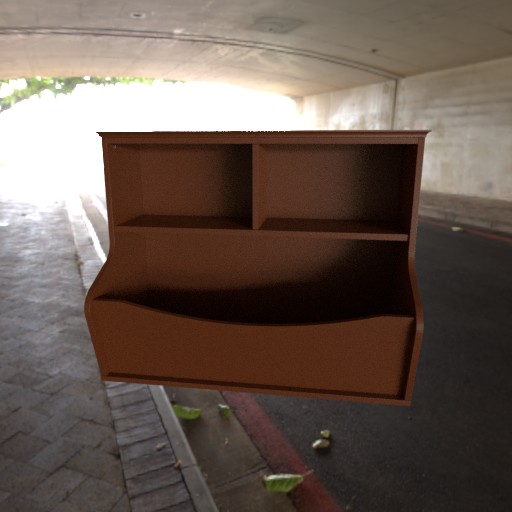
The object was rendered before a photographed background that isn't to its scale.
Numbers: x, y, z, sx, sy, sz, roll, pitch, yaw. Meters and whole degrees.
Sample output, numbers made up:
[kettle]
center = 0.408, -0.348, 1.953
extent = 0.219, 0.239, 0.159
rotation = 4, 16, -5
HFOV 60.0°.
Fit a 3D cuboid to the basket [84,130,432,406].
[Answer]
[basket]
center = 0.000, 0.000, 1.149
extent = 0.792, 0.625, 0.376
rotation = 2, 15, 8
